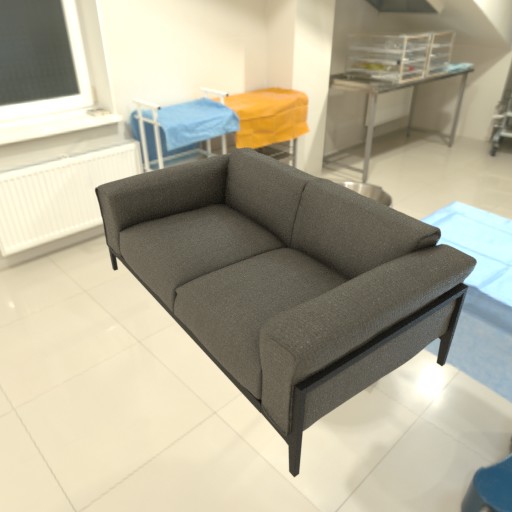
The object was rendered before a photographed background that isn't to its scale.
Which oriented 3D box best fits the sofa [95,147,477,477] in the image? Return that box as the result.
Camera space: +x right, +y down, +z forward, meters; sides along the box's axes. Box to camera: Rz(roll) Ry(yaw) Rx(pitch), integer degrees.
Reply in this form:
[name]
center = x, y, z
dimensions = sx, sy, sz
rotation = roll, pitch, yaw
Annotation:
[sofa]
center = 0.000, 0.000, 2.184
dimensions = 0.960, 0.656, 1.690
rotation = -21, 37, -31
